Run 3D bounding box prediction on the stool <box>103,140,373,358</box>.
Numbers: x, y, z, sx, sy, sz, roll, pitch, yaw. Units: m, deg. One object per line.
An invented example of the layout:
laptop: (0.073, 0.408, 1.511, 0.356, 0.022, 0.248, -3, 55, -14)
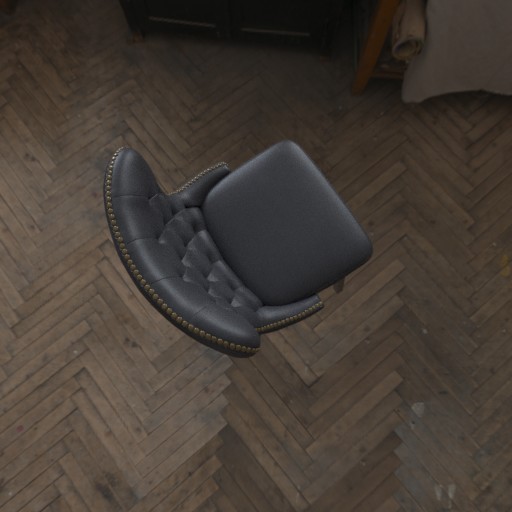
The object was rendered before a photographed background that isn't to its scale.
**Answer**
stool: (0.000, 0.000, 1.396, 0.601, 1.050, 0.528, -33, 78, -8)
